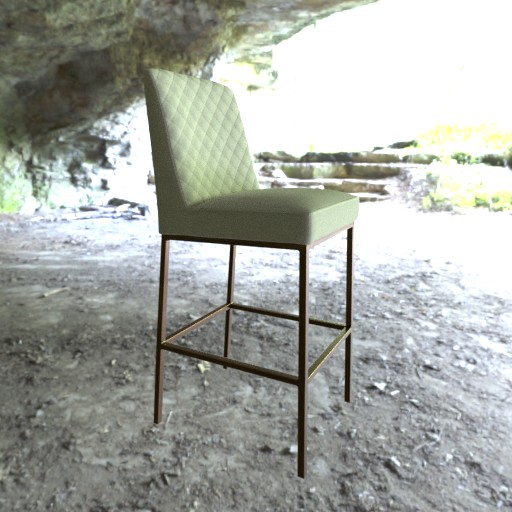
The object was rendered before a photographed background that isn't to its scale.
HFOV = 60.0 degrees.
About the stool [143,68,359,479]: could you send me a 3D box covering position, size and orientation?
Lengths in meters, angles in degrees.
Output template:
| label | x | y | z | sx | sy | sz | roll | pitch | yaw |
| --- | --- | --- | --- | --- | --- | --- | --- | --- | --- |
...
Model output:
| label | x | y | z | sx | sy | sz | roll | pitch | yaw |
| --- | --- | --- | --- | --- | --- | --- | --- | --- | --- |
| stool | 0.000 | 0.000 | 1.377 | 0.546 | 1.084 | 0.462 | 7 | 16 | 28 |
